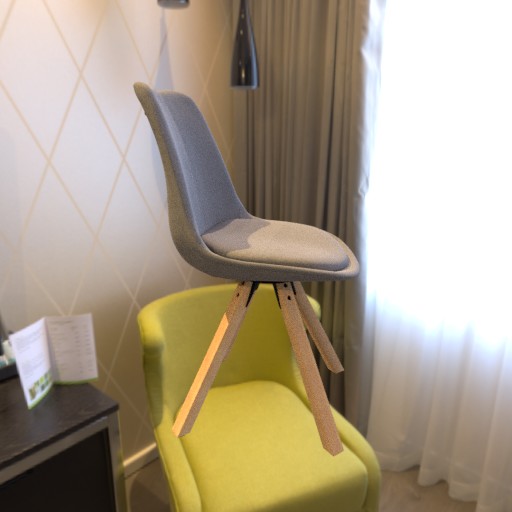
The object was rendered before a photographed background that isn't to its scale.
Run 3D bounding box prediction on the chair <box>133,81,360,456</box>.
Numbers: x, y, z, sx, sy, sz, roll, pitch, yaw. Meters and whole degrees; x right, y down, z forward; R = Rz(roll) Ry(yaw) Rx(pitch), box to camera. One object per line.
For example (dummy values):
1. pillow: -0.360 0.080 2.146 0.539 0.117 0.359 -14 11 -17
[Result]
1. chair: 0.000 0.000 1.190 0.549 0.863 0.474 3 16 11
